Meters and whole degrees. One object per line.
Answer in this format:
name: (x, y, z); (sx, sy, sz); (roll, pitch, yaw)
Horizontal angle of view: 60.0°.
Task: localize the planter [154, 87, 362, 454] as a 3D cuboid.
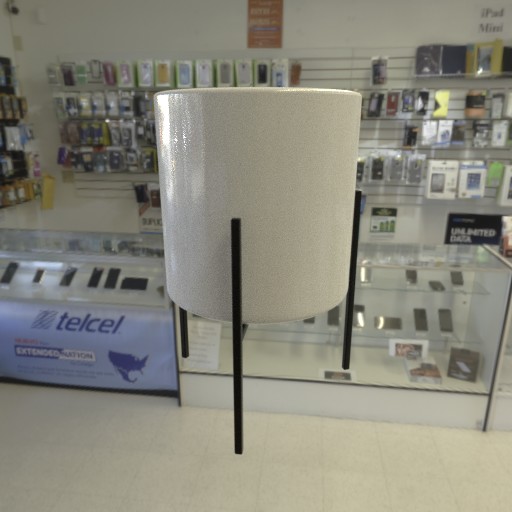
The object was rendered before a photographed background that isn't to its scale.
planter: (0.000, 0.000, 0.516); (0.239, 0.356, 0.239); (3, 17, 9)
